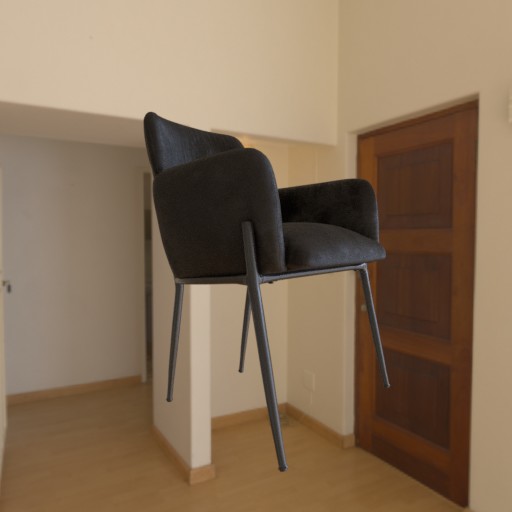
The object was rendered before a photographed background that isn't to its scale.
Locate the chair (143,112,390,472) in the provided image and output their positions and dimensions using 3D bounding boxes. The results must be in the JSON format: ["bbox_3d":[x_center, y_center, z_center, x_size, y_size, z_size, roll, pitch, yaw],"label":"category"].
[{"bbox_3d":[0.000,0.000,1.262,0.604,0.818,0.640,2,3,35],"label":"chair"}]
